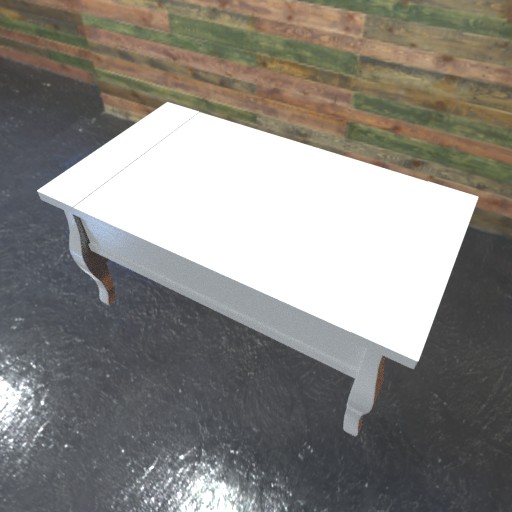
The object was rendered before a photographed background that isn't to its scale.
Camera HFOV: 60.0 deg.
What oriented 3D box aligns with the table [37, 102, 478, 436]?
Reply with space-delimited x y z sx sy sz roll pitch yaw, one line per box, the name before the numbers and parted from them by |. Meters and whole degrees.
table | 0.000 0.000 1.395 1.062 0.495 0.600 23 51 20
